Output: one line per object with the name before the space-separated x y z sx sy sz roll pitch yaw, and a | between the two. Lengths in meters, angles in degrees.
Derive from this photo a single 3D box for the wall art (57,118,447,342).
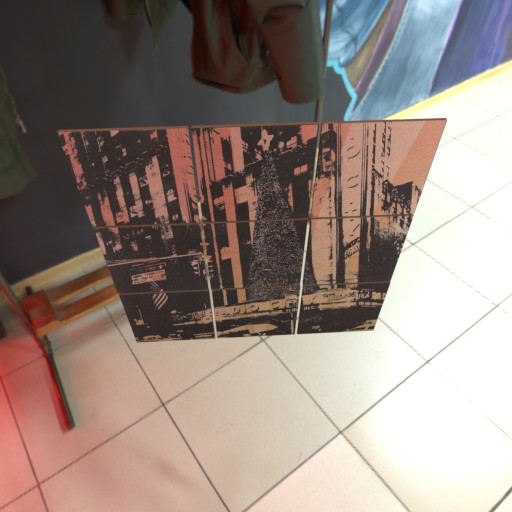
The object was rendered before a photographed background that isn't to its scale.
wall art | 0.000 0.000 2.294 1.527 1.521 0.017 -2 48 -2
